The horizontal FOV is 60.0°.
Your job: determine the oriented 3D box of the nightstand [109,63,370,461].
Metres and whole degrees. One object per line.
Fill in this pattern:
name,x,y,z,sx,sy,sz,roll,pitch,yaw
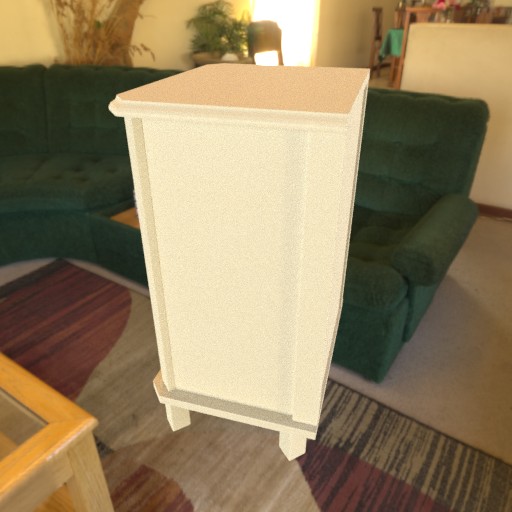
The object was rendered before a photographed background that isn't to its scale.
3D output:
nightstand,0.000,0.000,0.916,0.351,0.681,0.435,8,31,14
